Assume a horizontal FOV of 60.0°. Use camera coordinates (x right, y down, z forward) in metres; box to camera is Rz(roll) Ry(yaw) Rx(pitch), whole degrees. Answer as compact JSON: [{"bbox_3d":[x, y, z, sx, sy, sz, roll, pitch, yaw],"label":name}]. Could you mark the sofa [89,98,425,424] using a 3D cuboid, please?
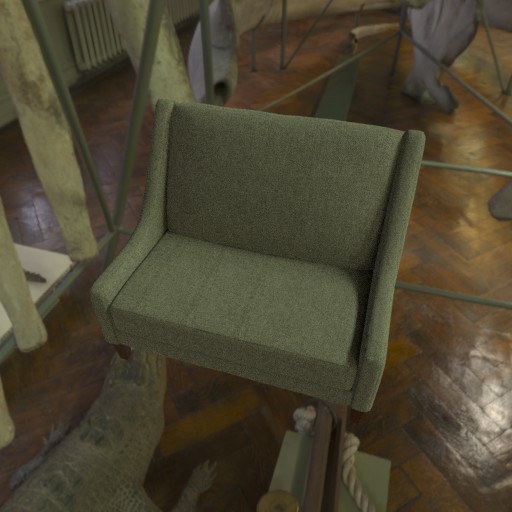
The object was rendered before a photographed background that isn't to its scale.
[{"bbox_3d":[0.000,0.000,1.998,1.242,1.021,0.870,12,42,13],"label":"sofa"}]
